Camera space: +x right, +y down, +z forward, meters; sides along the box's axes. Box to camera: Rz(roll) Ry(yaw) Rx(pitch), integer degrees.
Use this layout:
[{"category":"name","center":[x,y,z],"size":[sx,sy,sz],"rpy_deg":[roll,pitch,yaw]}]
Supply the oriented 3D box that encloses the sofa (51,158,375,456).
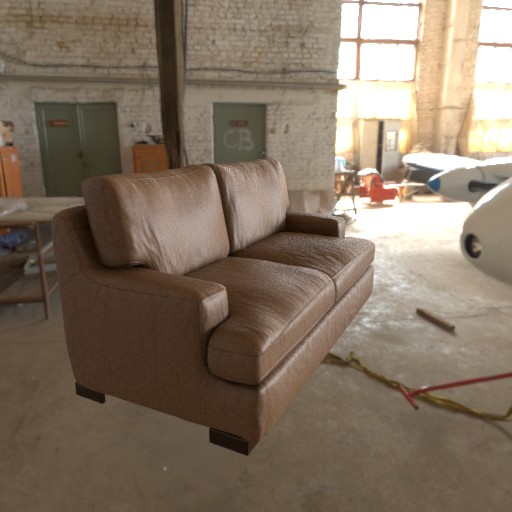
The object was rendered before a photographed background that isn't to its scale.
[{"category":"sofa","center":[0.000,0.000,2.437],"size":[0.962,0.980,1.855],"rpy_deg":[8,17,26]}]
